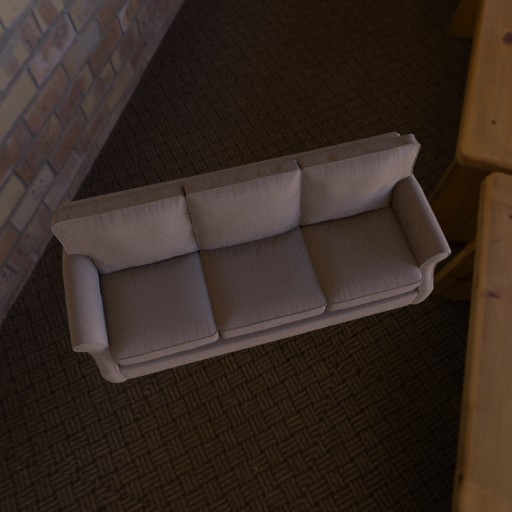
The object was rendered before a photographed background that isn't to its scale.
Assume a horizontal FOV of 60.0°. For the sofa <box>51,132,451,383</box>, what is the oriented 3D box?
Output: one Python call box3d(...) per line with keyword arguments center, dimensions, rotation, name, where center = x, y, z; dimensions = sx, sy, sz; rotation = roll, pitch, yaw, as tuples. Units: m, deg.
box3d(center=(0.000, 0.000, 2.863), dimensions=(2.353, 0.948, 0.966), rotation=(-14, 65, -6), name="sofa")
